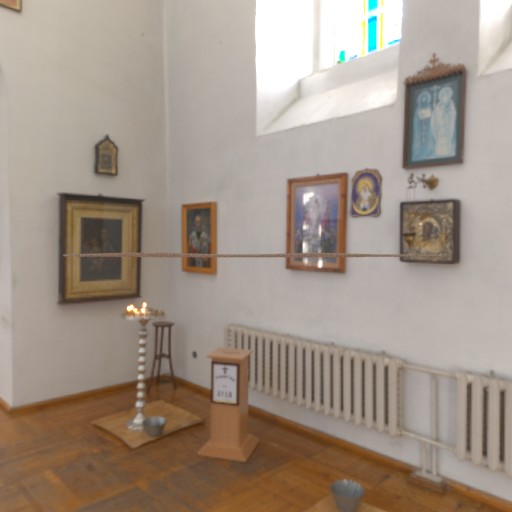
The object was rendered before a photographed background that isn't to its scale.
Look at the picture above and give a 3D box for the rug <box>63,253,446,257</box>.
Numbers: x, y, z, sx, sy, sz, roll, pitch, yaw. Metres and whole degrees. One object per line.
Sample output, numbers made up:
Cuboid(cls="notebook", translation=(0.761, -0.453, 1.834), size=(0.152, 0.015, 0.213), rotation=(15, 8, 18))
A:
Cuboid(cls="rug", translation=(0.000, 0.000, 2.982), size=(1.524, 0.015, 2.439), rotation=(0, 0, 0))
